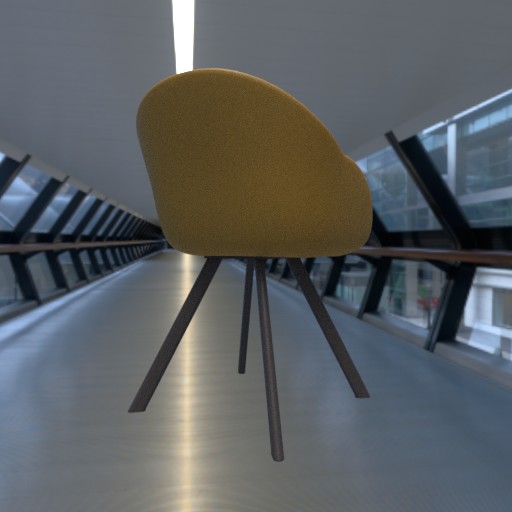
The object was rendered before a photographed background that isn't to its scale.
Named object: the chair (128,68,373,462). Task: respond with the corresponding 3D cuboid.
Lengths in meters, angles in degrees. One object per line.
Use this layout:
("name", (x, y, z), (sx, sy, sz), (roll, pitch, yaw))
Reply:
("chair", (0.000, 0.000, 1.190), (0.551, 0.793, 0.583), (1, 1, 36))
